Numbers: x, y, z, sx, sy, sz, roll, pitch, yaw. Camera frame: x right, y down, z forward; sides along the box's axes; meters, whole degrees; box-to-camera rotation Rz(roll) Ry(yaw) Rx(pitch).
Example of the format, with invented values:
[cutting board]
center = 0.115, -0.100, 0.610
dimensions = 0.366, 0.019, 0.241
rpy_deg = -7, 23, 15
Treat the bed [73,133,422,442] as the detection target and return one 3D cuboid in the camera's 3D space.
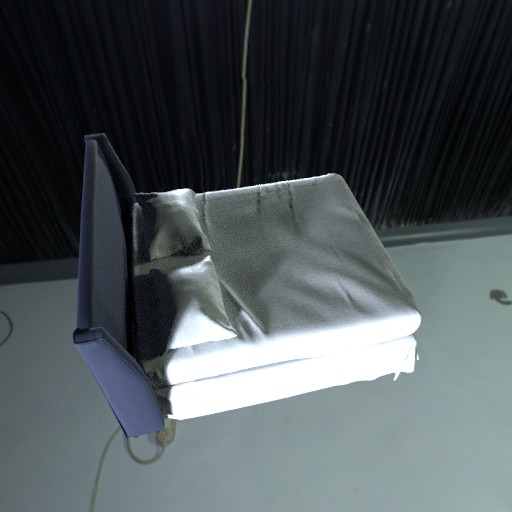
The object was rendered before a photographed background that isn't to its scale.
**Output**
[bed]
center = 0.000, 0.000, 3.409
dimensions = 2.276, 1.332, 1.925
rpy_deg = -10, 48, -9
